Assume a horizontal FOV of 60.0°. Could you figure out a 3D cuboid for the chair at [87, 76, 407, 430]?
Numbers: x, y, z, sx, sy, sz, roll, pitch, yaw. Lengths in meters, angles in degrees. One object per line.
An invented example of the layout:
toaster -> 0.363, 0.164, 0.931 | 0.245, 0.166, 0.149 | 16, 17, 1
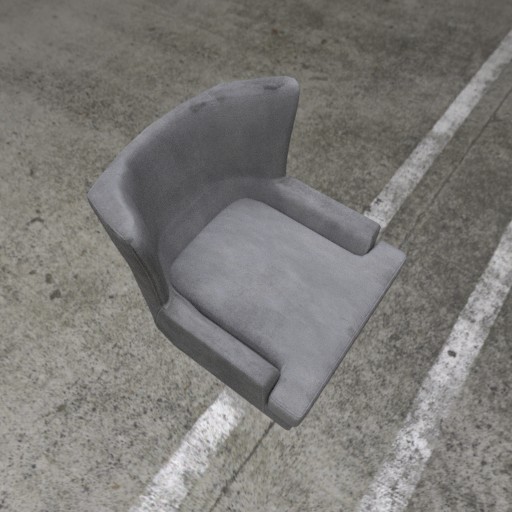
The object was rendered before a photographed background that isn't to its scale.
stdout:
chair -> 0.000, 0.000, 1.633 | 0.906, 0.950, 0.784 | 32, 64, 18
